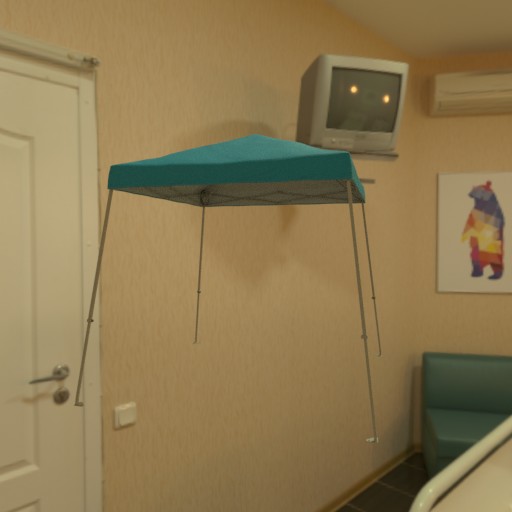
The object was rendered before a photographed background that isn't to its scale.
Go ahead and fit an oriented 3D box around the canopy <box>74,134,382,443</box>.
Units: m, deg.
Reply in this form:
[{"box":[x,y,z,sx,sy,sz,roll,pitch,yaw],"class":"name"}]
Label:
[{"box":[0.000,0.000,6.598,3.599,3.600,3.600,1,2,16],"class":"canopy"}]
